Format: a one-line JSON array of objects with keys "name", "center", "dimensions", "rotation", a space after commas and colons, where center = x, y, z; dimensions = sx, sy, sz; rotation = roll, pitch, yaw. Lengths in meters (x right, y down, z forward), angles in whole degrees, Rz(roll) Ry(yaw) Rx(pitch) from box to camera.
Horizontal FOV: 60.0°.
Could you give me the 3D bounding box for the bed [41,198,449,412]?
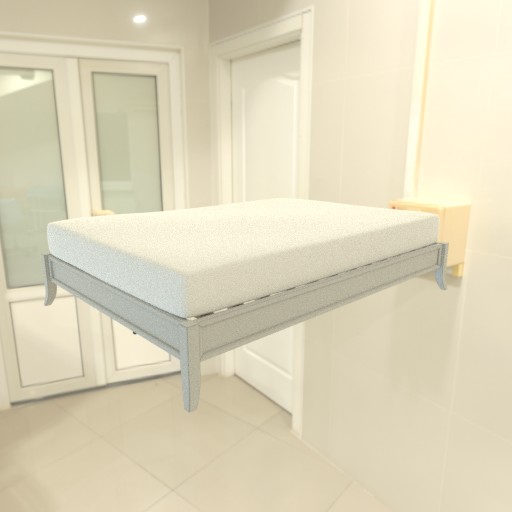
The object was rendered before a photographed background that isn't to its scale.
[{"name": "bed", "center": [0.000, 0.000, 2.630], "dimensions": [1.985, 0.510, 1.460], "rotation": [-13, 19, -41]}]
